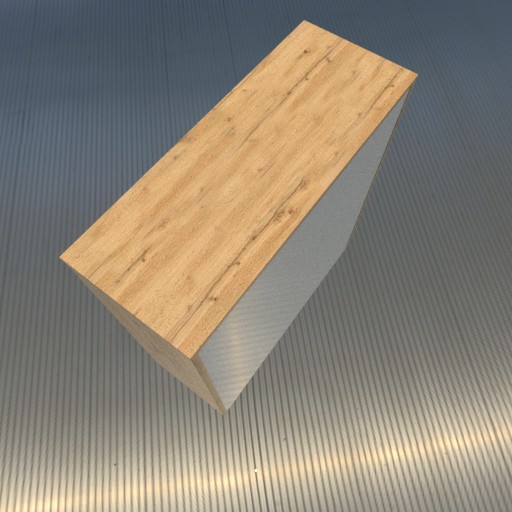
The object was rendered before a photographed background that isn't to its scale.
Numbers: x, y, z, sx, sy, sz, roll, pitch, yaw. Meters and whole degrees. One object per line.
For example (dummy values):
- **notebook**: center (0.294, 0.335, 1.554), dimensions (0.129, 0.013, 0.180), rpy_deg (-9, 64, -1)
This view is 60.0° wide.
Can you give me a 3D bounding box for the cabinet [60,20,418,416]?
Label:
- **cabinet**: center (0.000, 0.000, 1.951), dimensions (0.473, 1.397, 1.168), rpy_deg (34, 69, 15)
